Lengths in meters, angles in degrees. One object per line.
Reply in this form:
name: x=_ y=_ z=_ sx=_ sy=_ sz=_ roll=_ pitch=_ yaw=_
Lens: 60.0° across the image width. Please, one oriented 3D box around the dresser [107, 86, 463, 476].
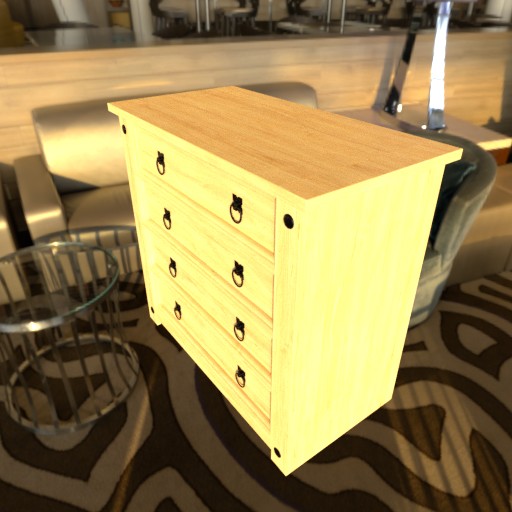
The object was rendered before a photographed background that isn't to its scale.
dresser: x=0.000 y=0.000 z=1.221 sx=0.410 sy=0.730 sz=0.800 roll=-21 pitch=37 yaw=-31
